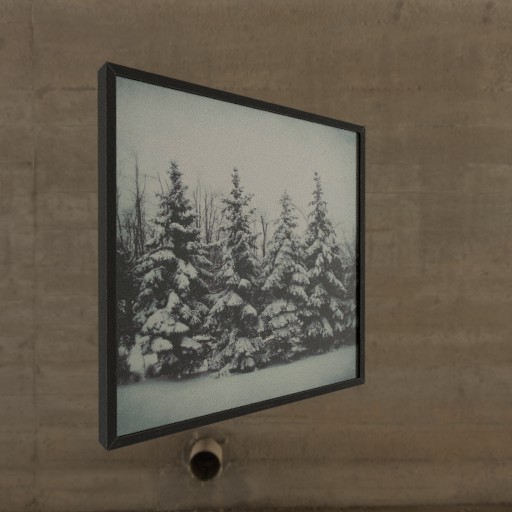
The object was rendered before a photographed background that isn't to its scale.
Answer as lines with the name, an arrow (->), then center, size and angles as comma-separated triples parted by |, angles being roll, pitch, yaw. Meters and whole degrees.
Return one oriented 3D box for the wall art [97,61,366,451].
wall art -> 0.000, 0.000, 0.737 | 0.506, 0.506, 0.036 | 0, 1, -36
